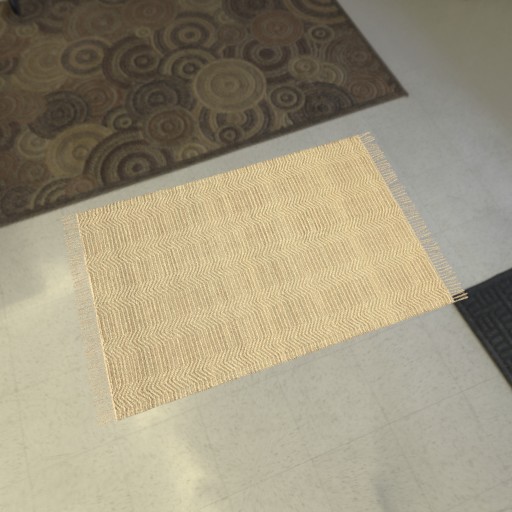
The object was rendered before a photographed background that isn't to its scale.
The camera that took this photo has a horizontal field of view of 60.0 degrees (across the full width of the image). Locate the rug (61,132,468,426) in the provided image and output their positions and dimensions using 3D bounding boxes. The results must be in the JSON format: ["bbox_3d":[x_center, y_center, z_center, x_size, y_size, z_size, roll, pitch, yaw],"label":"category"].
[{"bbox_3d":[0.000,0.000,3.116,2.523,0.034,1.528,-17,65,-8],"label":"rug"}]
